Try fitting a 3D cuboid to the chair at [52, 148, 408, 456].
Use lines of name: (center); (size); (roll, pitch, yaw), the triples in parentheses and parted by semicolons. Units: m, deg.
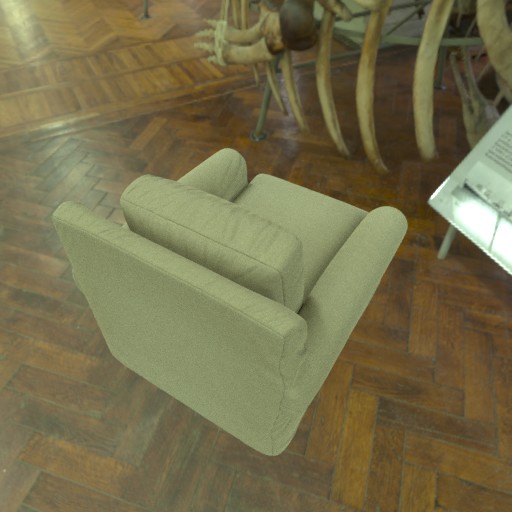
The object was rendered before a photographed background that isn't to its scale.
chair: (0.000, 0.000, 1.739); (0.940, 0.866, 1.066); (25, 51, 22)
